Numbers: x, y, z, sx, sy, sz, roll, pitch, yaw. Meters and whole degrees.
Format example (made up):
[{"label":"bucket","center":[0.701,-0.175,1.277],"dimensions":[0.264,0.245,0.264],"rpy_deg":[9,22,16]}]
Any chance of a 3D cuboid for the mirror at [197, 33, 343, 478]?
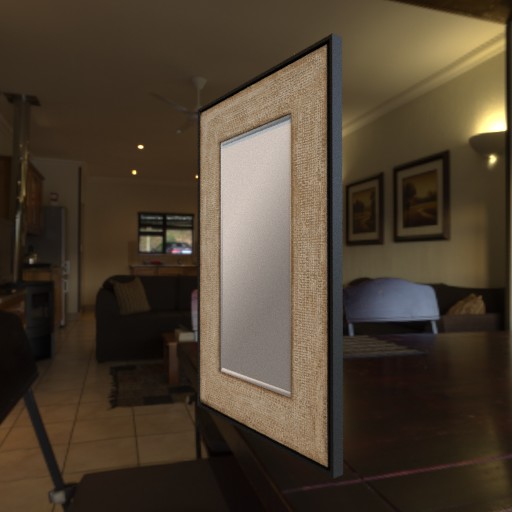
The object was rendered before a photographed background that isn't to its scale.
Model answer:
[{"label":"mirror","center":[0.000,0.000,1.531],"dimensions":[0.038,1.219,0.762],"rpy_deg":[1,-1,-36]}]
